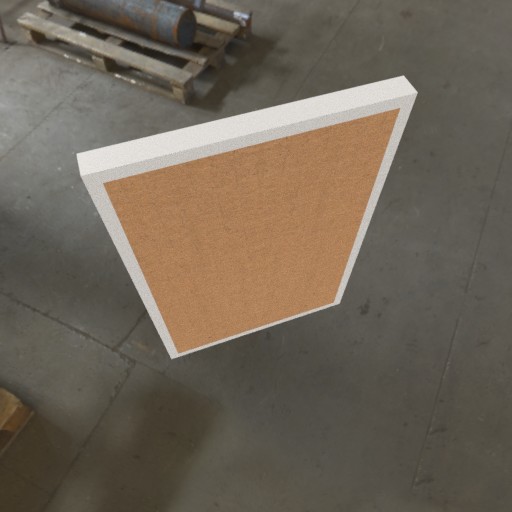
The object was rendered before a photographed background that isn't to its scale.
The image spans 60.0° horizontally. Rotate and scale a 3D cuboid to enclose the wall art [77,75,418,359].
[{"bbox_3d":[0.000,0.000,0.552,0.293,0.428,0.025,-17,60,-10],"label":"wall art"}]
